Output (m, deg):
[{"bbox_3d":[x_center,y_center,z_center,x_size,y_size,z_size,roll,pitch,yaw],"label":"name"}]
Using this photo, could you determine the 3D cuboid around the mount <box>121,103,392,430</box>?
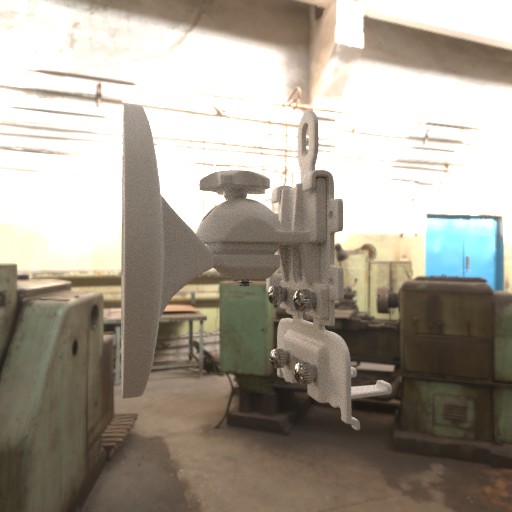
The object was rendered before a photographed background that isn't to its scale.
[{"bbox_3d":[0.000,0.000,0.173,0.100,0.118,0.066,0,-1,-18],"label":"mount"}]
